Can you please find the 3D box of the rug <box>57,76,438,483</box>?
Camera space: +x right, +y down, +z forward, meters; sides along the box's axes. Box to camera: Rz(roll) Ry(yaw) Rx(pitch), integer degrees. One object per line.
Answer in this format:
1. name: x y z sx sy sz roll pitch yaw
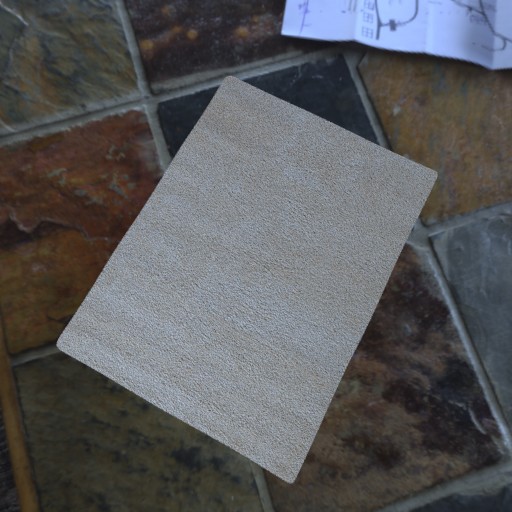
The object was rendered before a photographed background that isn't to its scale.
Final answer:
1. rug: 0.000 0.000 2.097 1.199 0.025 1.600 27 77 7
